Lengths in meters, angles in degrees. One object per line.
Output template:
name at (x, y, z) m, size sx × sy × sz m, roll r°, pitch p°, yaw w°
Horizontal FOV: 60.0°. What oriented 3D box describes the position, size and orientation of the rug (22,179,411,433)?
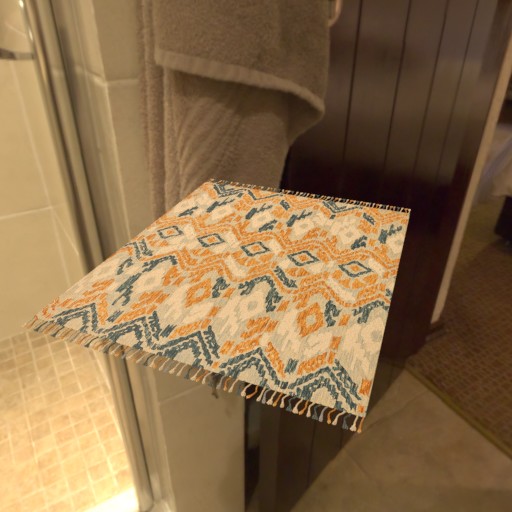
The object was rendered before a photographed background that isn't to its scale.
rug at (0.000, 0.000, 4.014) m, size 2.439 × 0.010 × 3.048 m, roll 12°, pitch 34°, yaw 18°
